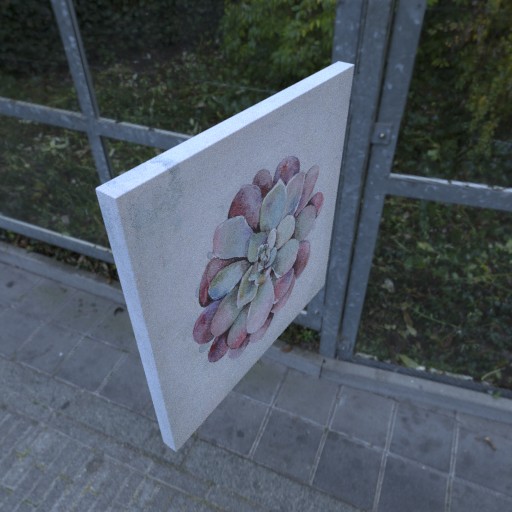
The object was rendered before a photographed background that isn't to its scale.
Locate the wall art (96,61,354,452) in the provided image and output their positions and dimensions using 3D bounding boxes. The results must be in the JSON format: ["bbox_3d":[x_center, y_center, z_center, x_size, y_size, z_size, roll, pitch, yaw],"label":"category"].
[{"bbox_3d":[0.000,0.000,0.898,0.044,0.605,0.605,25,46,27],"label":"wall art"}]
